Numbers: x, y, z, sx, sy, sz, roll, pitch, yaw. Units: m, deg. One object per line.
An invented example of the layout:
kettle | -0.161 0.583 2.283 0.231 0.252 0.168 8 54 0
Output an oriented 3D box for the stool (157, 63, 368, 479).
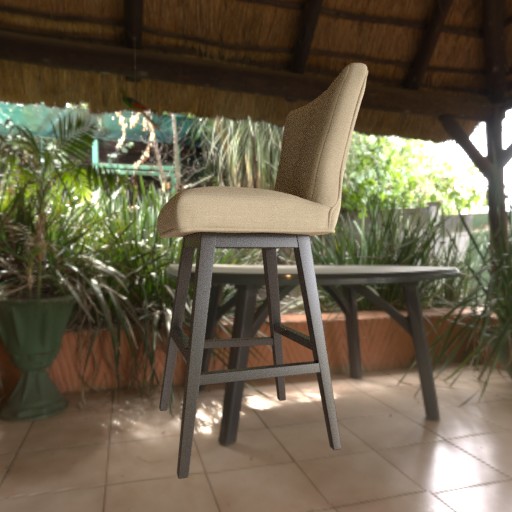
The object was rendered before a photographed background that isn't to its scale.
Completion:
stool | 0.000 0.000 1.402 0.574 1.086 0.514 0 1 -17
